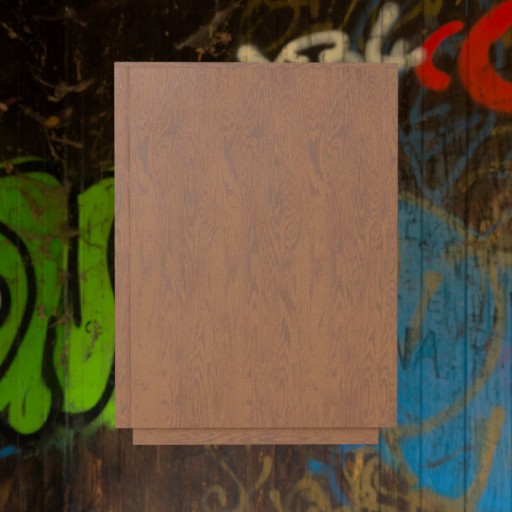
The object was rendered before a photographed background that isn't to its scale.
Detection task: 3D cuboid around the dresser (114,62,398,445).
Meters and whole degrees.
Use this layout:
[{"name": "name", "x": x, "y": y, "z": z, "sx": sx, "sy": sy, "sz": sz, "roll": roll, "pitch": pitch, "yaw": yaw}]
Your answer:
[{"name": "dresser", "x": 0.000, "y": 0.000, "z": 1.769, "sx": 0.964, "sy": 1.320, "sz": 0.516, "roll": 0, "pitch": 1, "yaw": 0}]
